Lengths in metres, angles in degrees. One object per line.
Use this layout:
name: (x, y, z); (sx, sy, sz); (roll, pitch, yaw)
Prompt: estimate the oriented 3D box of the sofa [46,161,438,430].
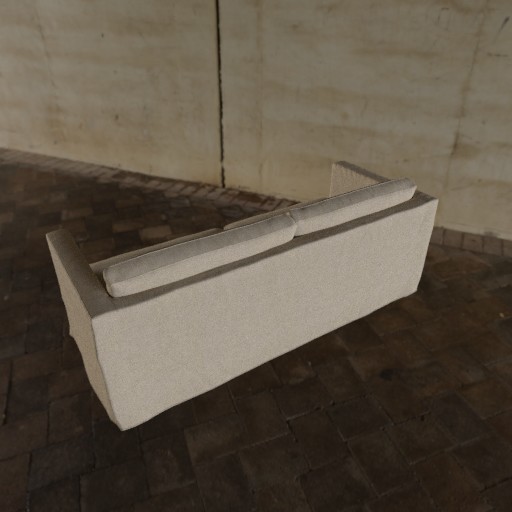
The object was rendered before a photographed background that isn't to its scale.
sofa: (0.000, 0.000, 2.842); (2.296, 0.847, 0.956); (-19, 36, -28)
